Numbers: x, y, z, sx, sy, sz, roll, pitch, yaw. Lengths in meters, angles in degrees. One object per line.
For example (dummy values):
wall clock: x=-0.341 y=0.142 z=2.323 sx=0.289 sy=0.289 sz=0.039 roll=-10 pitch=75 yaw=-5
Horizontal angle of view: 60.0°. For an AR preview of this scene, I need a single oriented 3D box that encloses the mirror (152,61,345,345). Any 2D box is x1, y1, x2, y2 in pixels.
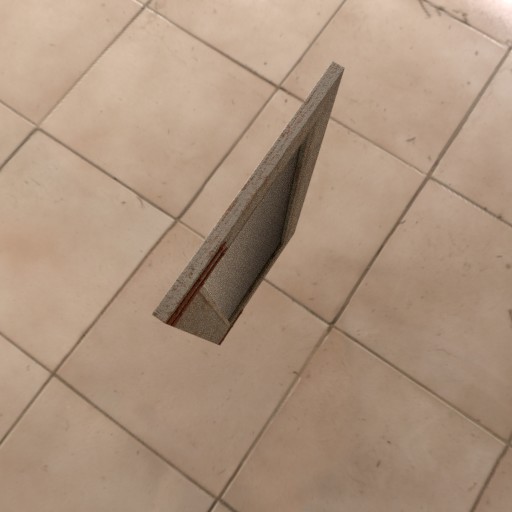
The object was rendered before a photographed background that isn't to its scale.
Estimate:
mirror: x=0.000 y=0.000 z=1.091 sx=0.027 sy=0.922 sz=0.472 roll=33 pitch=79 yaw=7
